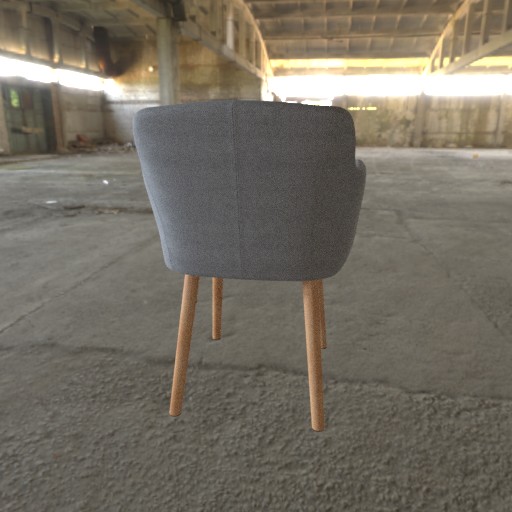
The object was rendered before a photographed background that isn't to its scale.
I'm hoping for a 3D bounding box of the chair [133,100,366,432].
[{"bbox_3d":[0.000,0.000,1.214,0.570,0.780,0.540,3,16,9],"label":"chair"}]
